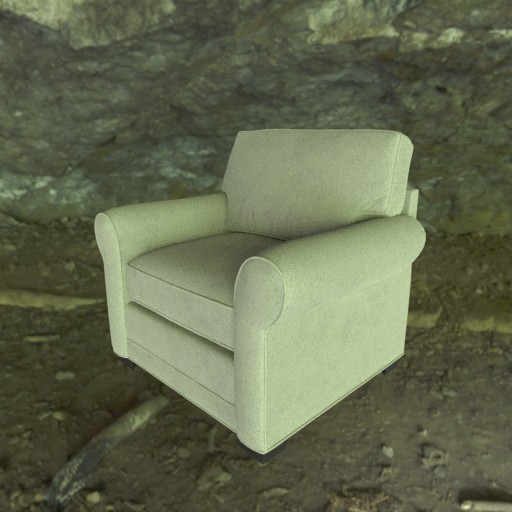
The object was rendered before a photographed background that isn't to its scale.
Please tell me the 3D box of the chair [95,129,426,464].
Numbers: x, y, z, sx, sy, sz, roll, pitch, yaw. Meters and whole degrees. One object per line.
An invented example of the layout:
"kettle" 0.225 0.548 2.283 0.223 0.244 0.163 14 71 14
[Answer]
"chair" 0.000 0.000 1.896 0.939 1.044 1.147 -15 22 -43
